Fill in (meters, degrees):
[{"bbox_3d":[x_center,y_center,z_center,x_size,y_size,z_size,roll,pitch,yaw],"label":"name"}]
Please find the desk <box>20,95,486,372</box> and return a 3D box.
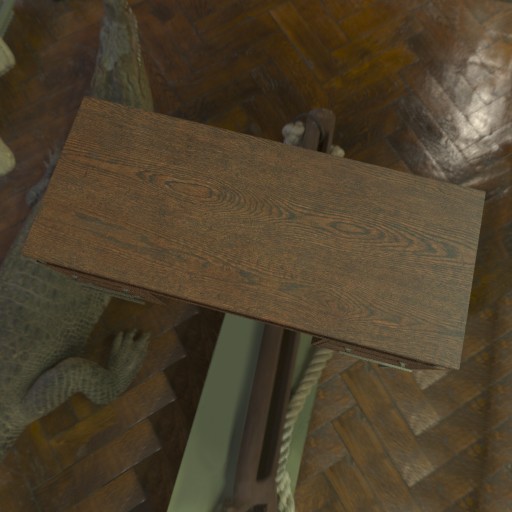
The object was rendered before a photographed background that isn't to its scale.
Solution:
[{"bbox_3d":[0.000,0.000,1.796,1.384,0.792,0.610,14,77,4],"label":"desk"}]
